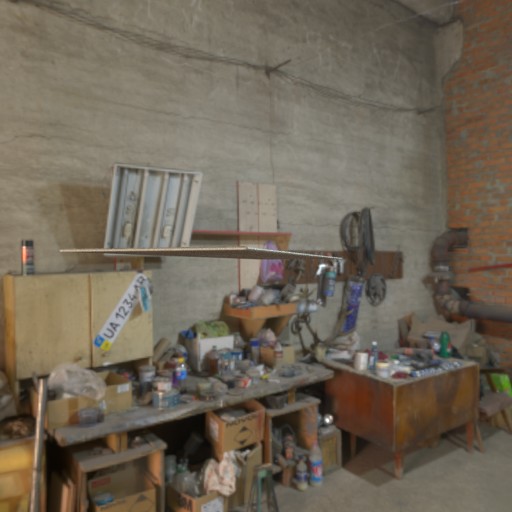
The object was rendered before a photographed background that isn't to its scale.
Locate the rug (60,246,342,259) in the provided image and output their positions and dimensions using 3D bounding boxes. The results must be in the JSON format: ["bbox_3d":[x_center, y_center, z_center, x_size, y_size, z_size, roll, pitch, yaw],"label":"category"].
[{"bbox_3d":[0.000,0.000,2.413,0.662,0.011,2.196,0,-1,18],"label":"rug"}]
